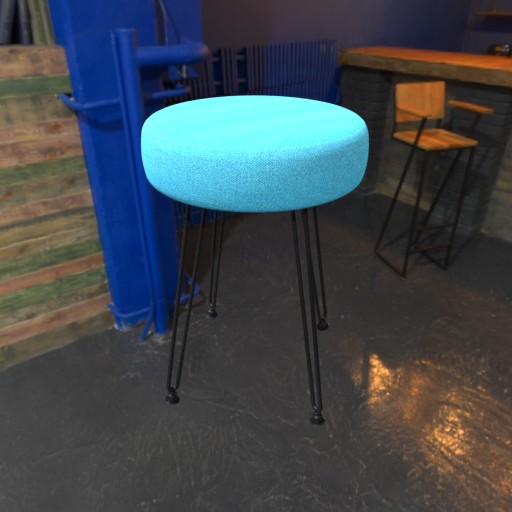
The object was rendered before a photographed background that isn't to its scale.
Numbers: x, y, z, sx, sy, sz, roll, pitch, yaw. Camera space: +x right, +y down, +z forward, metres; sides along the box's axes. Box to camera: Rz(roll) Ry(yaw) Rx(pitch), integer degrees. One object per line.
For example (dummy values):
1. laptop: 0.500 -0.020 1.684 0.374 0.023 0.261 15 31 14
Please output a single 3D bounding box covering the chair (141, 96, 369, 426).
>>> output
1. chair: 0.000 0.000 0.690 0.350 0.440 0.350 -19 35 -30
